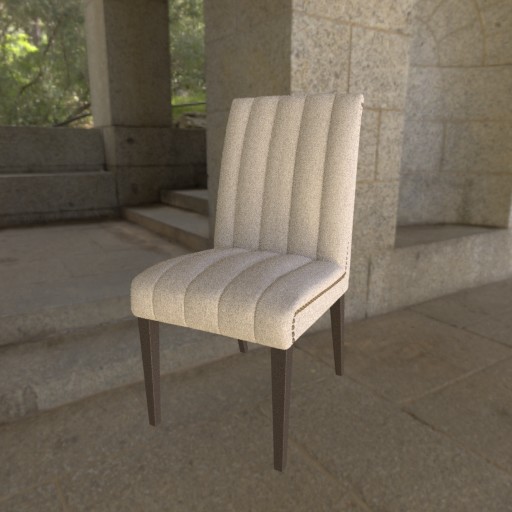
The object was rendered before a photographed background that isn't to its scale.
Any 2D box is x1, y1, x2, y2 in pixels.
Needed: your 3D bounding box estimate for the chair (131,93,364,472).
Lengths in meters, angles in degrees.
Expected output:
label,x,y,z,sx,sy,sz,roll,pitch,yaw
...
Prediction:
label,x,y,z,sx,sy,sz,roll,pitch,yaw
chair,0.000,0.000,1.403,0.511,1.016,0.647,7,16,26
